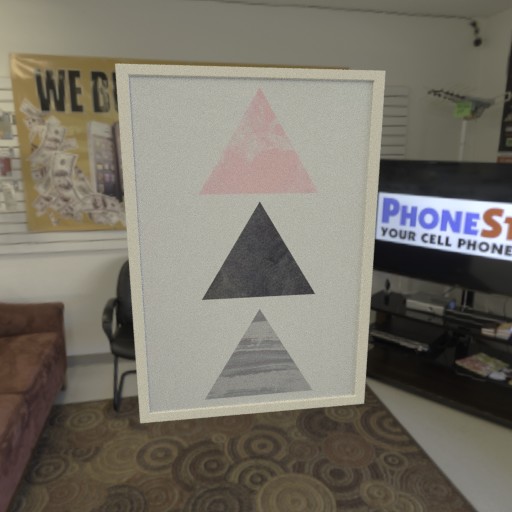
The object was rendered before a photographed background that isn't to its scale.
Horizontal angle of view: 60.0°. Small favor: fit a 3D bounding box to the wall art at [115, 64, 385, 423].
[{"bbox_3d":[0.000,0.000,1.187,0.659,0.940,0.013,-2,14,-8],"label":"wall art"}]
